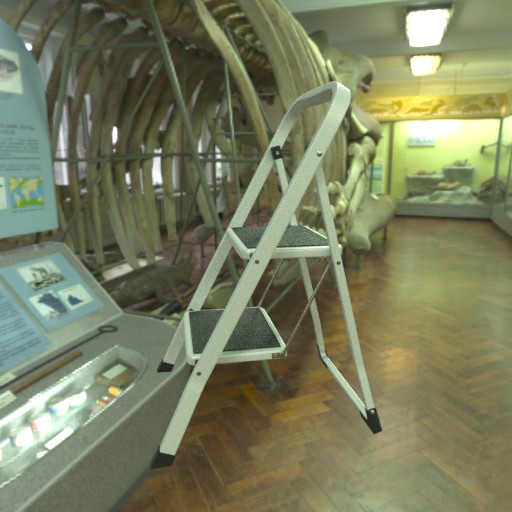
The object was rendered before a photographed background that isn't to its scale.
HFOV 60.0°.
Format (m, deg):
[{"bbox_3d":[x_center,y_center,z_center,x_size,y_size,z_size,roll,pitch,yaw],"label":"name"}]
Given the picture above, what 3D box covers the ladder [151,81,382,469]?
[{"bbox_3d":[0.000,0.000,1.124,0.544,0.810,0.460,-2,13,-10],"label":"ladder"}]
